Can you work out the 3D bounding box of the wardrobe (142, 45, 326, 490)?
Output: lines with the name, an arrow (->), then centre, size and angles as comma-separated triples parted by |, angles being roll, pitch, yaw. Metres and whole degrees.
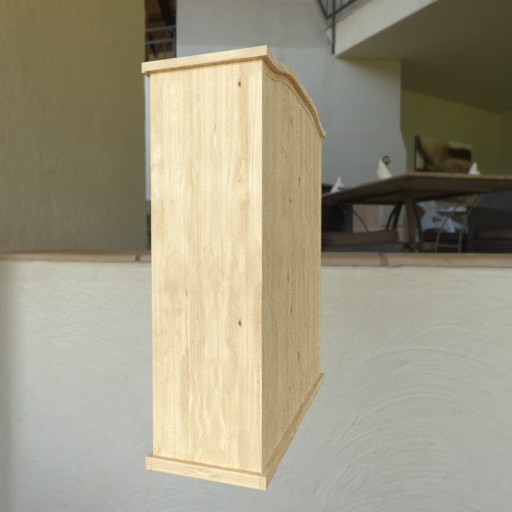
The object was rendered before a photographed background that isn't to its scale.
wardrobe -> 0.000, 0.000, 2.582 | 0.570, 1.870, 1.500 | 1, 2, 18
